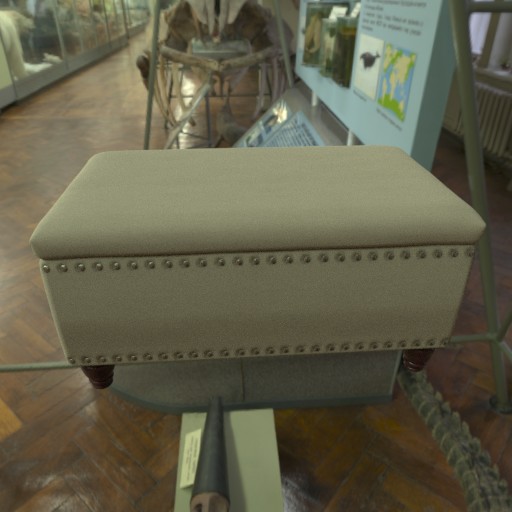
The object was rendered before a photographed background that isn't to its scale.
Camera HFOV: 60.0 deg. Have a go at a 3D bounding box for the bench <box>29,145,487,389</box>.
[{"bbox_3d":[0.000,0.000,1.156,0.887,0.449,0.500,-2,30,-4],"label":"bench"}]
